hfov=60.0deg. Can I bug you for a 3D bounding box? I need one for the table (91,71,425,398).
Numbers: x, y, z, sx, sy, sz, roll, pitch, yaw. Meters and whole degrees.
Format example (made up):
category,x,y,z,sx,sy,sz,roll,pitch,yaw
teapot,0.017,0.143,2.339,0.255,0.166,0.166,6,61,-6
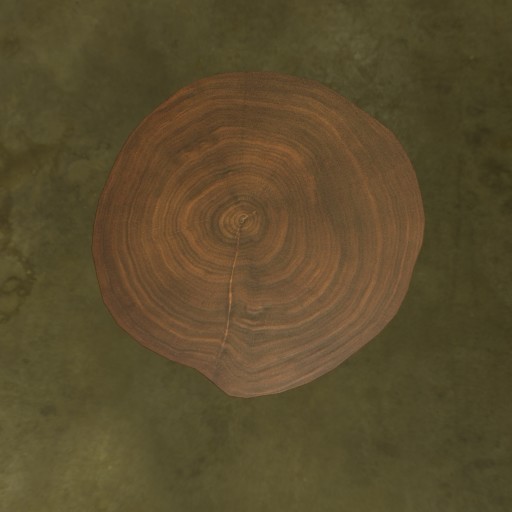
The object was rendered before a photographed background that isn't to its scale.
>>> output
category,x,y,z,sx,sy,sz,roll,pitch,yaw
table,0.000,0.000,0.872,0.494,0.476,0.477,-37,78,-9
